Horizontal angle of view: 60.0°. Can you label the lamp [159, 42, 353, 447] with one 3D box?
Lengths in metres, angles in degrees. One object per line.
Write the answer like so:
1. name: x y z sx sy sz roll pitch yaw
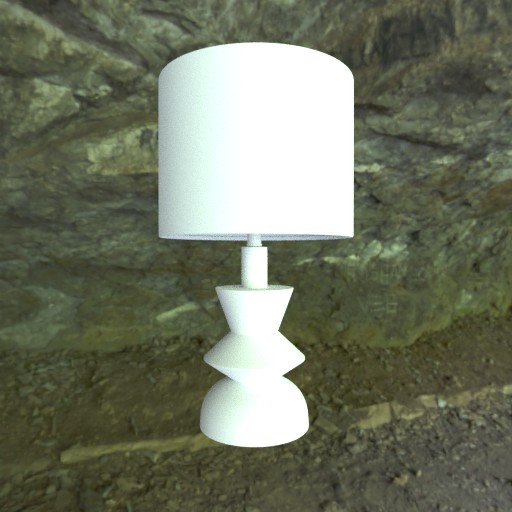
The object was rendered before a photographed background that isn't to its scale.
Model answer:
1. lamp: 0.000 0.000 0.702 0.301 0.533 0.301 0 0 18
